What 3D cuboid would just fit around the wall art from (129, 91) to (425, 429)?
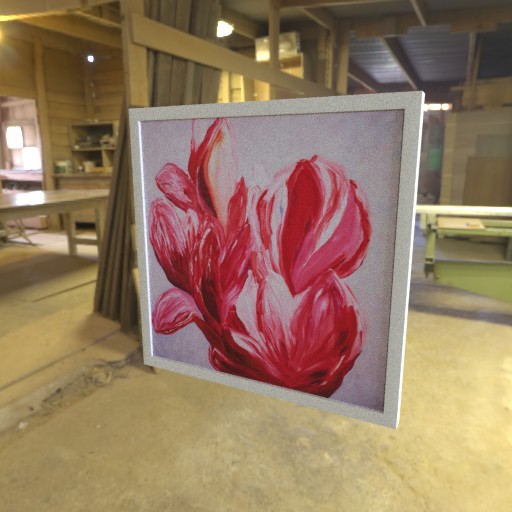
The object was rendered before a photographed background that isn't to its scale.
[{"bbox_3d":[0.000,0.000,0.686,0.455,0.453,0.023,6,14,26],"label":"wall art"}]
